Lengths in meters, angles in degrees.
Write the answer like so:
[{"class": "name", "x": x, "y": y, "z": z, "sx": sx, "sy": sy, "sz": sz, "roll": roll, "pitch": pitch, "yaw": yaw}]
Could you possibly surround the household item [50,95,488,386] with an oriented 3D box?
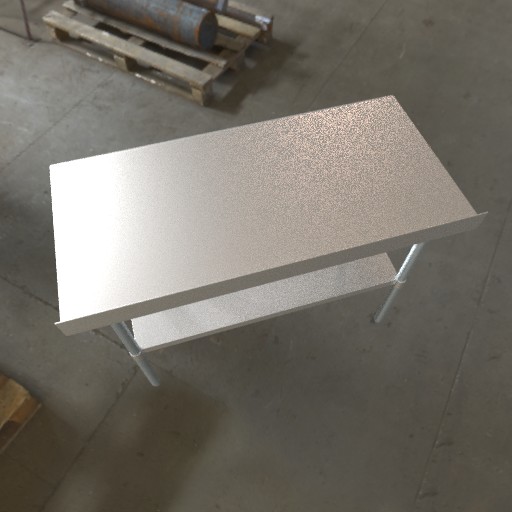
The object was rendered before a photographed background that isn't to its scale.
[{"class": "household item", "x": 0.000, "y": 0.000, "z": 1.704, "sx": 1.219, "sy": 0.851, "sz": 0.610, "roll": -14, "pitch": 59, "yaw": -9}]
